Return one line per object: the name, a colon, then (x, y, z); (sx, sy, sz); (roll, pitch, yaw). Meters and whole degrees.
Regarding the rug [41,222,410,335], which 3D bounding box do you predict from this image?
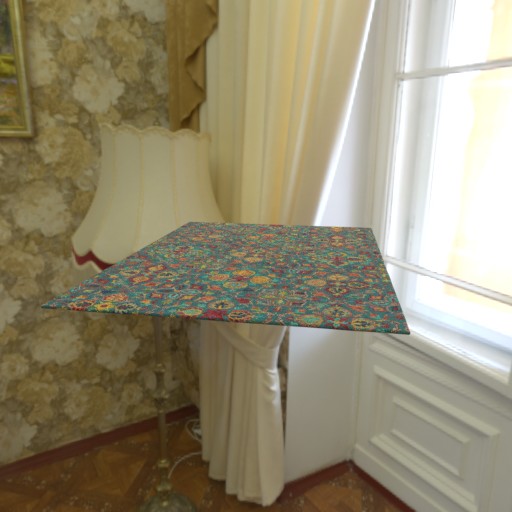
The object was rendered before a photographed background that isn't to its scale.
rug: (0.000, 0.000, 4.352); (2.434, 0.025, 3.204); (3, 15, 10)
